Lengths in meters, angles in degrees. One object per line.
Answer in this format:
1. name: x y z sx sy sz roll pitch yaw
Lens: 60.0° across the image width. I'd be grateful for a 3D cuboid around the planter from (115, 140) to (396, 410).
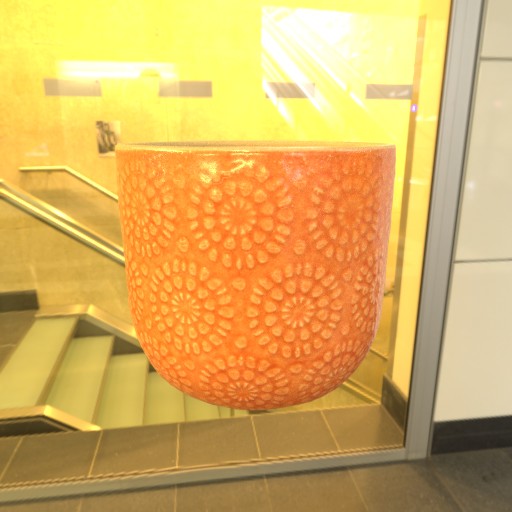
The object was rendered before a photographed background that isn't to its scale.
1. planter: 0.000 0.000 0.292 0.170 0.152 0.170 0 16 0
